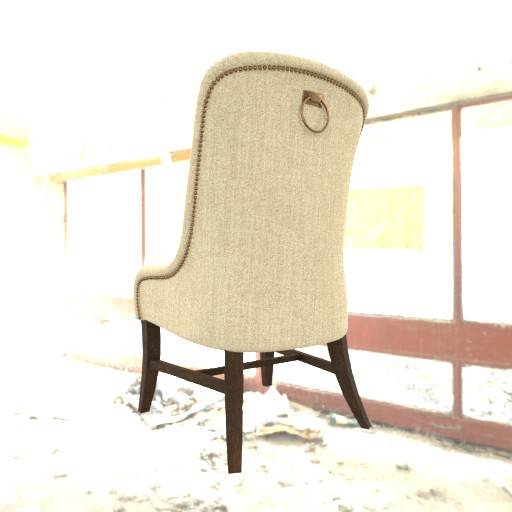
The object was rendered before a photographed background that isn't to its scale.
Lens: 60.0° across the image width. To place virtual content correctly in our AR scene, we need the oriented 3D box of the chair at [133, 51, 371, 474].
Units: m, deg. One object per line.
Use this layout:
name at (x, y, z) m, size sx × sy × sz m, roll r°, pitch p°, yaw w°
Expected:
chair at (0.000, 0.000, 1.472) m, size 0.634 × 1.091 × 0.629 m, roll 0°, pitch 0°, yaw -36°
